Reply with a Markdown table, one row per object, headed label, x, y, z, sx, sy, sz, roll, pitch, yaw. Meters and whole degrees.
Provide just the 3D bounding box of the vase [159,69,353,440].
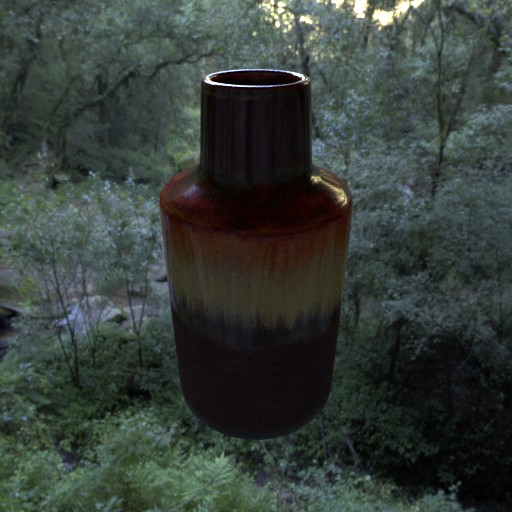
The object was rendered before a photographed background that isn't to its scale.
| label | x | y | z | sx | sy | sz | roll | pitch | yaw |
| --- | --- | --- | --- | --- | --- | --- | --- | --- | --- |
| vase | 0.000 | 0.000 | 0.269 | 0.108 | 0.204 | 0.108 | 0 | 31 | 0 |
